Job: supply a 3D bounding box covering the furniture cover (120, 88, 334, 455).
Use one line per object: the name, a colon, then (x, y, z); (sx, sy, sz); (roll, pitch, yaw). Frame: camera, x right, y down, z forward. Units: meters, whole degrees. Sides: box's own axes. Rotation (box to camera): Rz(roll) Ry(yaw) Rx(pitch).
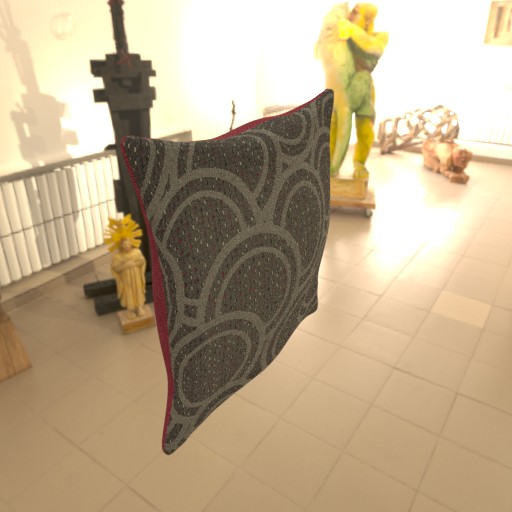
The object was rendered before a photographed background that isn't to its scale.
furniture cover: (0.000, 0.000, 0.788); (0.163, 0.513, 0.514); (18, 32, 30)
